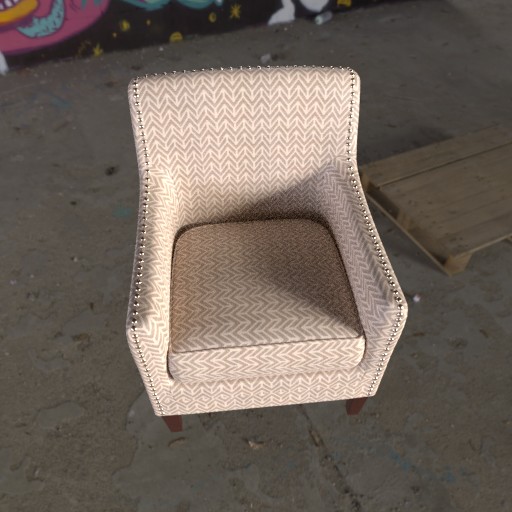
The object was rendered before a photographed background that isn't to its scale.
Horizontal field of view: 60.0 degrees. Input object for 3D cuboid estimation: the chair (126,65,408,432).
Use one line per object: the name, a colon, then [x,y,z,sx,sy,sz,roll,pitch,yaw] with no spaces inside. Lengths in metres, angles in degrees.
chair: [0.000,0.000,1.254,0.623,0.816,0.651,-4,46,-4]
